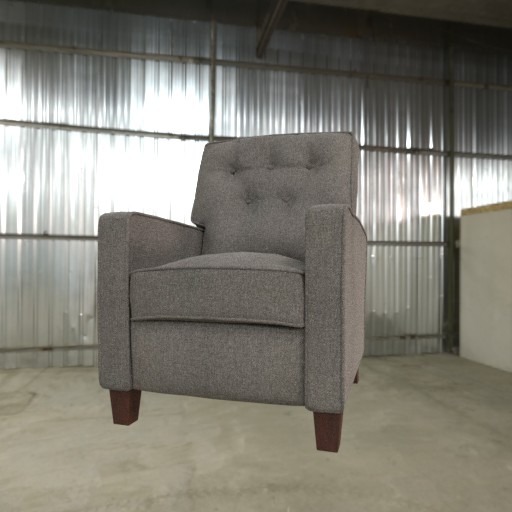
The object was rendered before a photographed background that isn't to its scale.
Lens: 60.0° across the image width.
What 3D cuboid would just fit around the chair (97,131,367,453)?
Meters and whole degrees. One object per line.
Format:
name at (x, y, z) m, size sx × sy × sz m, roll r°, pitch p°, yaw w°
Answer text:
chair at (0.000, 0.000, 1.396) m, size 0.650 × 0.889 × 0.775 m, roll 0°, pitch 0°, yaw 17°
